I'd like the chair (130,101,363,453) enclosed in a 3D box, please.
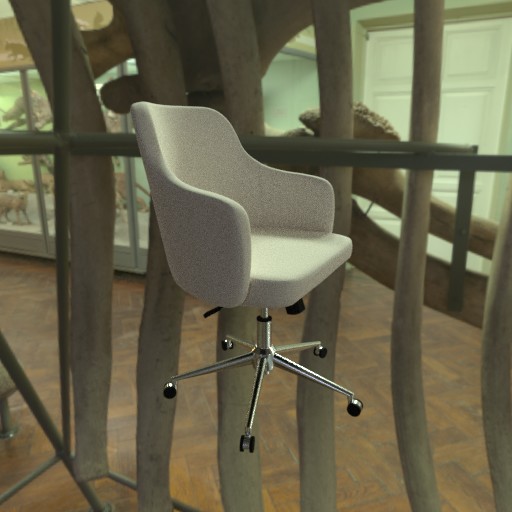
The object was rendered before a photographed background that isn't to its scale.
[{"bbox_3d":[0.000,0.000,1.242,0.647,0.819,0.602,8,17,27],"label":"chair"}]
